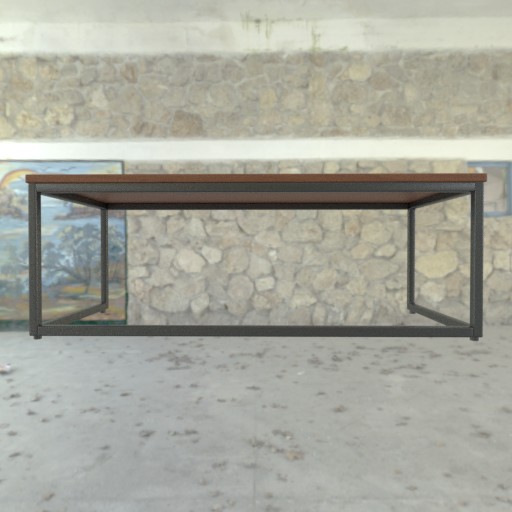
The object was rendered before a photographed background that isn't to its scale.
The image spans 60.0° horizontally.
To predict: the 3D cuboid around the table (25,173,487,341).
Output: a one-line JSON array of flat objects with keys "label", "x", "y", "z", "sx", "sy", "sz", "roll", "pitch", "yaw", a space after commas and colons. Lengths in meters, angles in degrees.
[{"label": "table", "x": 0.000, "y": 0.000, "z": 1.306, "sx": 1.100, "sy": 0.400, "sz": 0.500, "roll": 0, "pitch": 1, "yaw": 1}]
